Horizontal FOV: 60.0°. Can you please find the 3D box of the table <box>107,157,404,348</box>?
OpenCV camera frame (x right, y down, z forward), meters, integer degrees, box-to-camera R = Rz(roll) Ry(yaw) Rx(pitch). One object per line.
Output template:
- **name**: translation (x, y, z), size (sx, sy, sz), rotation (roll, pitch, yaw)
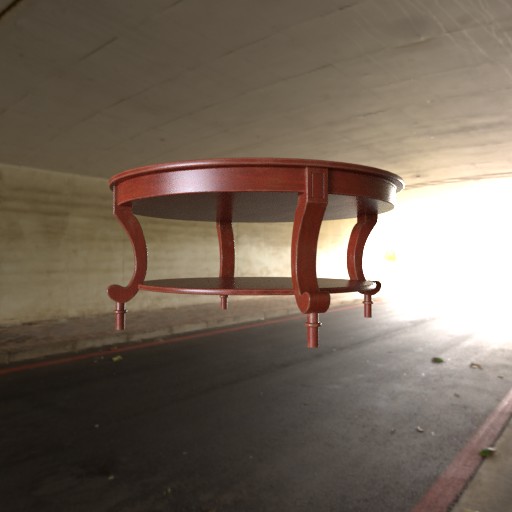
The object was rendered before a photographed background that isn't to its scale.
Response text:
- **table**: translation (0.000, 0.000, 1.615), size (1.029, 0.486, 1.029), rotation (0, 0, 0)
